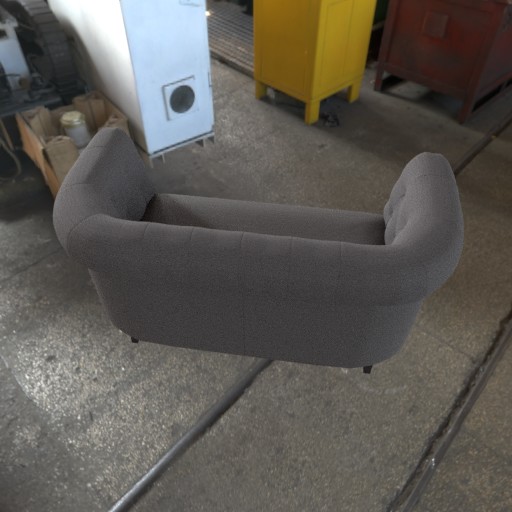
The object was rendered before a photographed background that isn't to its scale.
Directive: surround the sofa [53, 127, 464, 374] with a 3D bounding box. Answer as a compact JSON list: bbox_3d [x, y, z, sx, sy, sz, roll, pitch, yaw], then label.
[{"bbox_3d":[0.000,0.000,1.955,1.558,0.827,0.835,6,46,6],"label":"sofa"}]
